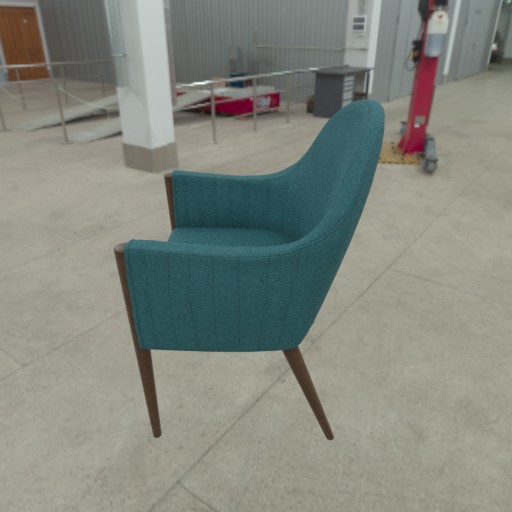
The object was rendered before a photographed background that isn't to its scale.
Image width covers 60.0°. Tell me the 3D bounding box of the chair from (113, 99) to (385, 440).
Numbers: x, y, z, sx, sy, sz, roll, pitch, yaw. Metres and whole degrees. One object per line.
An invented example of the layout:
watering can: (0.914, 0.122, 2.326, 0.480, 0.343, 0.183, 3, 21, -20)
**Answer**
chair: (0.000, 0.000, 1.360, 0.652, 0.907, 0.656, 0, 27, 1)
